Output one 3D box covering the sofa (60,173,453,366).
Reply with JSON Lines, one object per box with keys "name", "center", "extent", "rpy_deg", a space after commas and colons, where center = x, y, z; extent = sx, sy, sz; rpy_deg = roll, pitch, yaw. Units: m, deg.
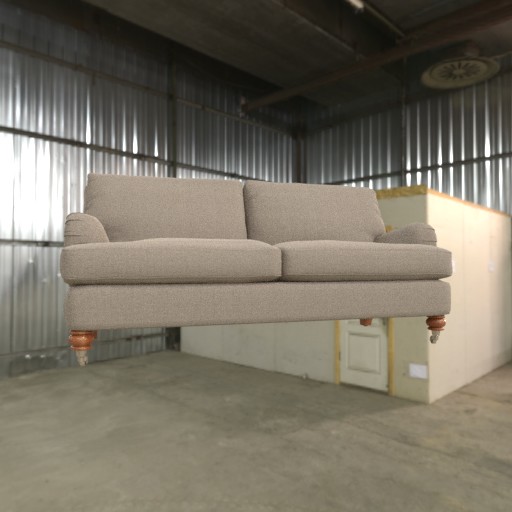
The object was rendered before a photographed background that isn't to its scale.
{"name": "sofa", "center": [0.000, 0.000, 2.770], "extent": [2.160, 1.054, 1.087], "rpy_deg": [0, -1, -17]}
